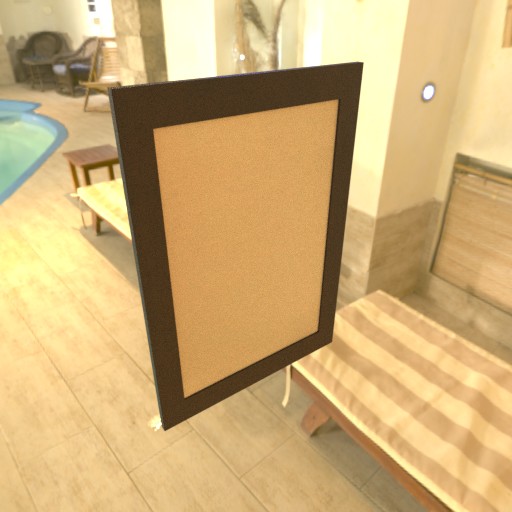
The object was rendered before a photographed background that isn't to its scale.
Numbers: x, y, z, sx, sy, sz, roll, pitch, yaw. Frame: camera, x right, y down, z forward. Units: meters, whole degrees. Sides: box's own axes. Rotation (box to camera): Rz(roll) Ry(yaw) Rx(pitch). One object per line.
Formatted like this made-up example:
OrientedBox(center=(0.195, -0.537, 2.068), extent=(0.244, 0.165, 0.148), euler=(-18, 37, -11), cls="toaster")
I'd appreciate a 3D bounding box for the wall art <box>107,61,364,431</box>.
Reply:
OrientedBox(center=(0.000, 0.000, 0.658), extent=(0.359, 0.508, 0.013), euler=(-20, 36, -30), cls="wall art")
